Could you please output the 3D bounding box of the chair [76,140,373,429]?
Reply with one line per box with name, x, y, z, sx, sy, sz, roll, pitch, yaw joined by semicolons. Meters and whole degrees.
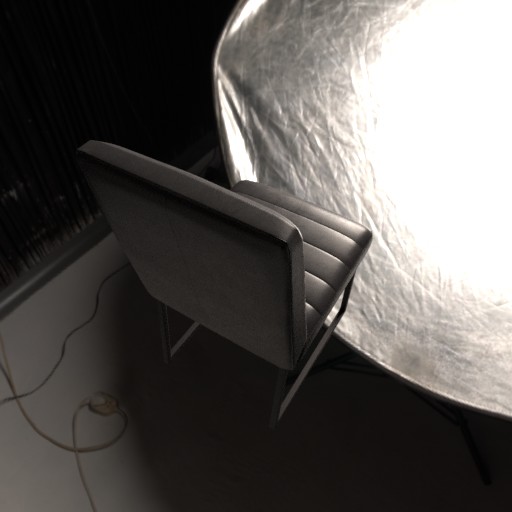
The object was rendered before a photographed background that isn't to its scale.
chair;0.000;0.000;1.321;0.520;0.930;0.634;25;52;21
